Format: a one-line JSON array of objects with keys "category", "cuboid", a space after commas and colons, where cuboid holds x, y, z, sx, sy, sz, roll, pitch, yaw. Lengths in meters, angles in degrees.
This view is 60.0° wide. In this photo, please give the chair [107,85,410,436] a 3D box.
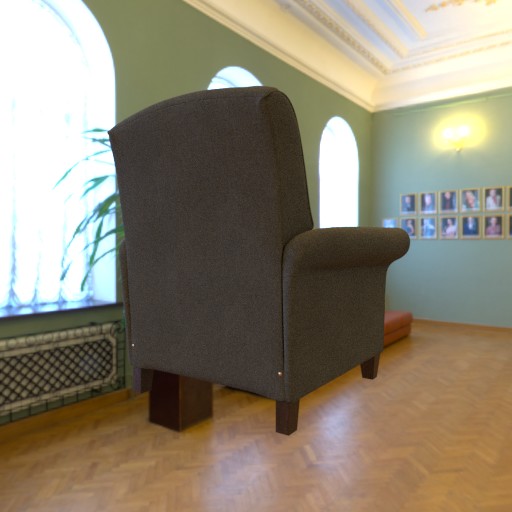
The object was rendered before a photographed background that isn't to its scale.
[{"category": "chair", "cuboid": [0.000, 0.000, 1.794, 0.978, 1.061, 0.905, 1, 1, 35]}]
